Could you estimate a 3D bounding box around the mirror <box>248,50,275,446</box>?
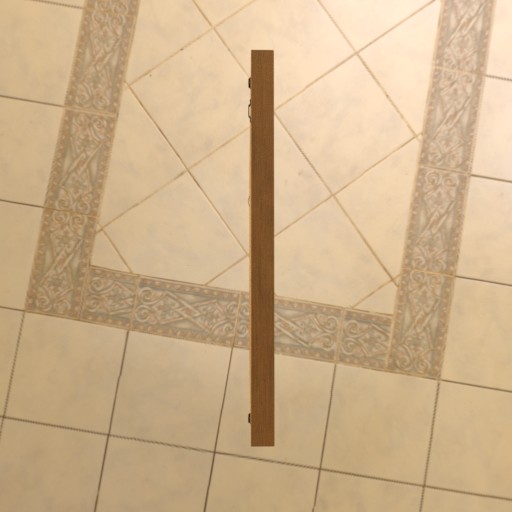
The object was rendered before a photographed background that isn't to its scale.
[{"bbox_3d":[0.000,0.000,1.136,0.040,0.915,0.609,0,88,-1],"label":"mirror"}]
